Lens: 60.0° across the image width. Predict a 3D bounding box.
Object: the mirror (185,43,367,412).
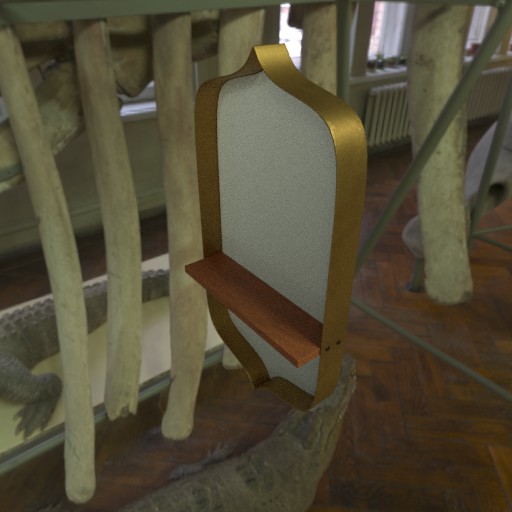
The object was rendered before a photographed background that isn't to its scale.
[{"bbox_3d":[0.000,0.000,0.711,0.096,0.613,0.323,-22,38,-32],"label":"mirror"}]
